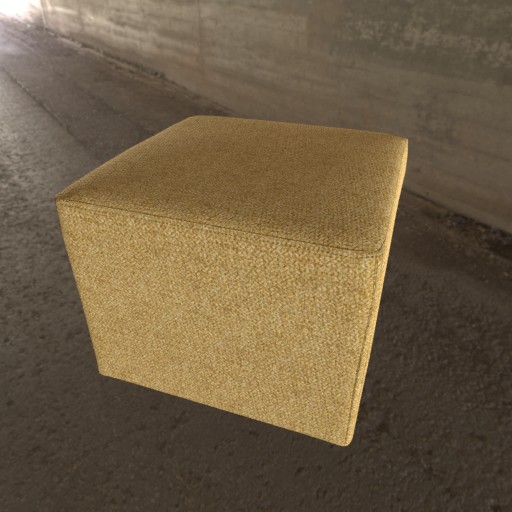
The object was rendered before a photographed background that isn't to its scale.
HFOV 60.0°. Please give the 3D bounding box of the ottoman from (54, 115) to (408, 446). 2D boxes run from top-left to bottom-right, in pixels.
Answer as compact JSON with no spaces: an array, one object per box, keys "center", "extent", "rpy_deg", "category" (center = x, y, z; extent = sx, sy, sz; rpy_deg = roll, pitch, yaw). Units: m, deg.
[{"center":[0.000,0.000,0.902],"extent":[0.512,0.441,0.505],"rpy_deg":[11,34,16],"category":"ottoman"}]
